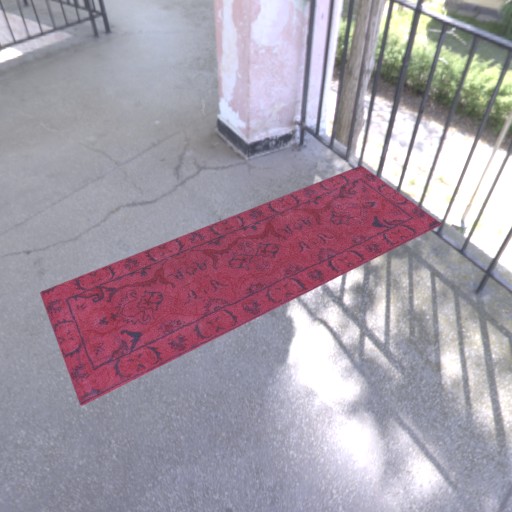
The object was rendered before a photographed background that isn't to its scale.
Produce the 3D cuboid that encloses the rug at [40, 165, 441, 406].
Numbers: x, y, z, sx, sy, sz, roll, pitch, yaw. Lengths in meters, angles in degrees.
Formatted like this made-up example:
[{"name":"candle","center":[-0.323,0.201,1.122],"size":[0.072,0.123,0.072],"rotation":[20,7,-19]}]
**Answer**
[{"name":"rug","center":[0.000,0.000,2.771],"size":[2.439,0.018,0.813],"rotation":[-24,50,-22]}]
